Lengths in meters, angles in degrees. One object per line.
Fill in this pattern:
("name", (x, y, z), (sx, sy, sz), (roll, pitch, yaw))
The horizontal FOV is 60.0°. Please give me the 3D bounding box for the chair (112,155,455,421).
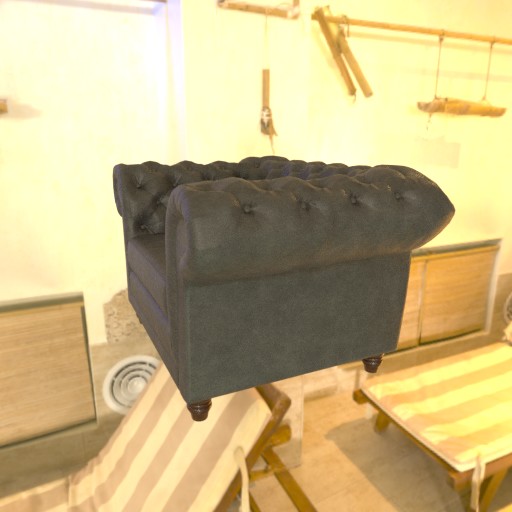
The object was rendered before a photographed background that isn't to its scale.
("chair", (0.000, 0.000, 1.849), (0.943, 0.780, 1.298), (-7, 17, -24))
